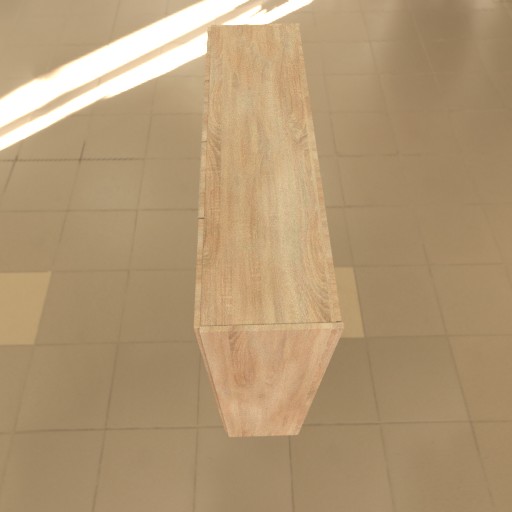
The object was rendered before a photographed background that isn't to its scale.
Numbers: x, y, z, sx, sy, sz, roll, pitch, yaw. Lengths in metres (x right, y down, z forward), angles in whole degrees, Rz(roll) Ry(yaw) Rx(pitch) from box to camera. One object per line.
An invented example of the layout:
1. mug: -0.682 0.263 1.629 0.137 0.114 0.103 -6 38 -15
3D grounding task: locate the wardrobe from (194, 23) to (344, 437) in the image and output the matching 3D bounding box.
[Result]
1. wardrobe: 0.000 0.000 3.099 0.598 2.159 1.998 -2 58 -1
